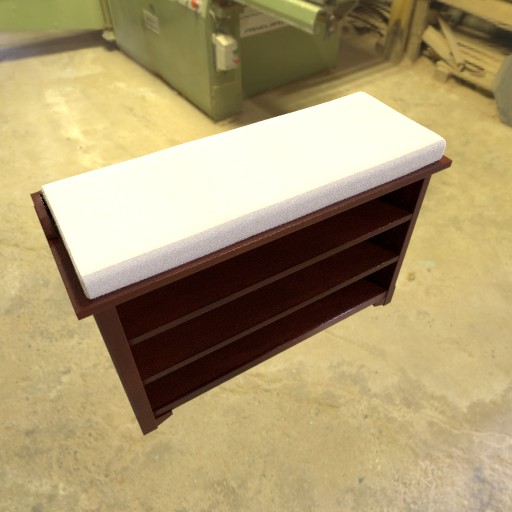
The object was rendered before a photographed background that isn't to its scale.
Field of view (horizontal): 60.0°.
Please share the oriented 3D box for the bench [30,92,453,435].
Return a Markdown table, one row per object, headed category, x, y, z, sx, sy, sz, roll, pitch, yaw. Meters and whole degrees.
| category | x | y | z | sx | sy | sz | roll | pitch | yaw |
| --- | --- | --- | --- | --- | --- | --- | --- | --- | --- |
| bench | 0.000 | 0.000 | 1.283 | 0.987 | 0.646 | 0.369 | -23 | 49 | -21 |
